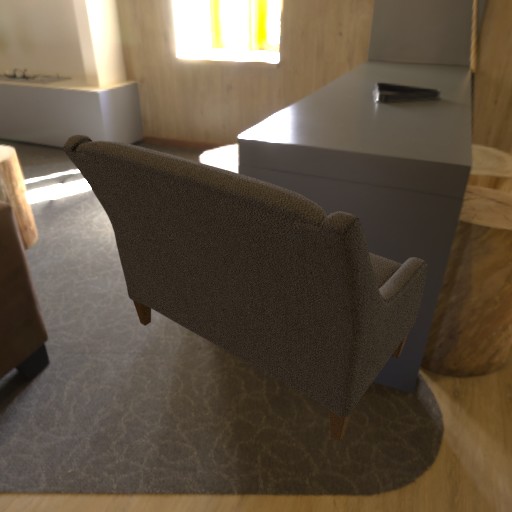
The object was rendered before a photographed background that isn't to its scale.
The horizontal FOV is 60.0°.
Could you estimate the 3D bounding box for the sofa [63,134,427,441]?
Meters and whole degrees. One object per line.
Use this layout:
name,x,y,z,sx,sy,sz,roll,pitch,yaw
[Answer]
sofa,0.000,0.000,1.912,1.242,1.022,0.873,21,37,32
